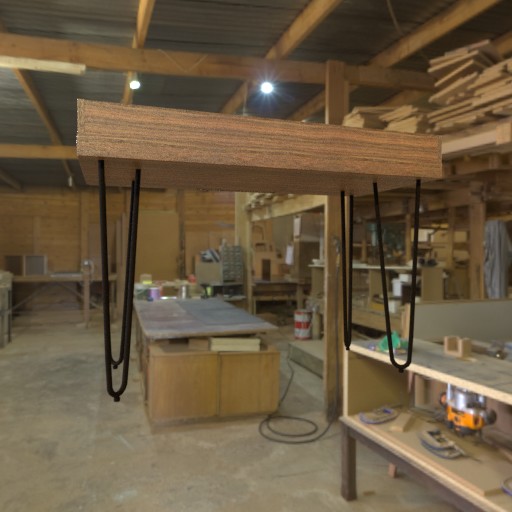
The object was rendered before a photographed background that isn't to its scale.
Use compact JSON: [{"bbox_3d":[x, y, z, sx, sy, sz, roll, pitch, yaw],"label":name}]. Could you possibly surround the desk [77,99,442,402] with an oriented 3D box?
[{"bbox_3d":[0.000,0.000,1.649,1.200,0.854,0.565,0,1,-18],"label":"desk"}]
